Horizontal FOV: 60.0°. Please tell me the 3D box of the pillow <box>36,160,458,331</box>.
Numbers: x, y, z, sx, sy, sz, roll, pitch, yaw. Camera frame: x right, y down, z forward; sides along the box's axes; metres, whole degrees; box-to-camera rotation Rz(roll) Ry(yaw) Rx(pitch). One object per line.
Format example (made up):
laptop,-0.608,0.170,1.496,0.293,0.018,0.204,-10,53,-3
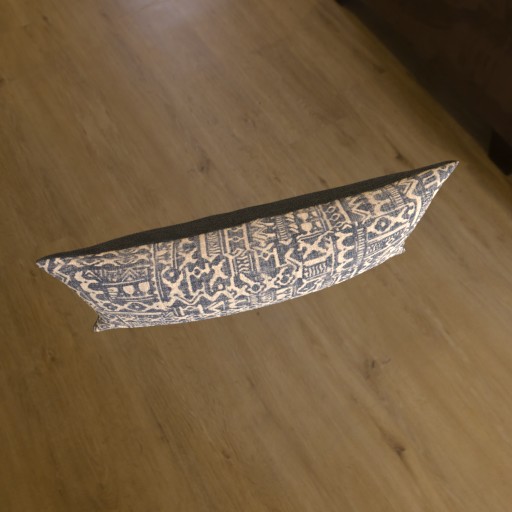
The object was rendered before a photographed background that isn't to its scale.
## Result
pillow,0.000,0.000,0.741,0.631,0.292,0.148,-14,65,-7
